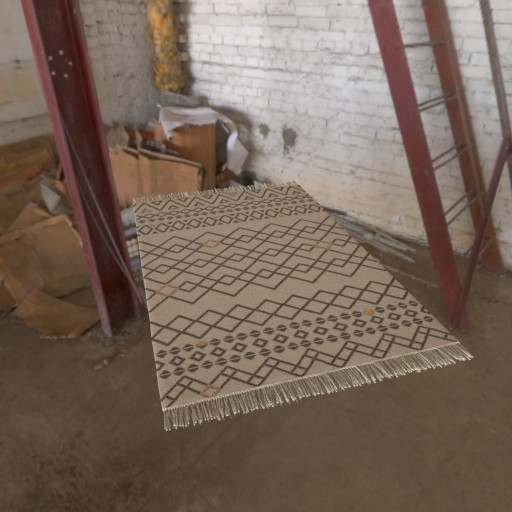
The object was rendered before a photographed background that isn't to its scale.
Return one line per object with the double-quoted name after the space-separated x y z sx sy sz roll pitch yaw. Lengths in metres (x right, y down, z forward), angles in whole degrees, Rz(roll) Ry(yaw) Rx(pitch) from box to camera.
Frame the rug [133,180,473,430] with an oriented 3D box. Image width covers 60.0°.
0.000 0.000 2.440 1.224 0.028 2.023 -9 32 -14 "rug"
